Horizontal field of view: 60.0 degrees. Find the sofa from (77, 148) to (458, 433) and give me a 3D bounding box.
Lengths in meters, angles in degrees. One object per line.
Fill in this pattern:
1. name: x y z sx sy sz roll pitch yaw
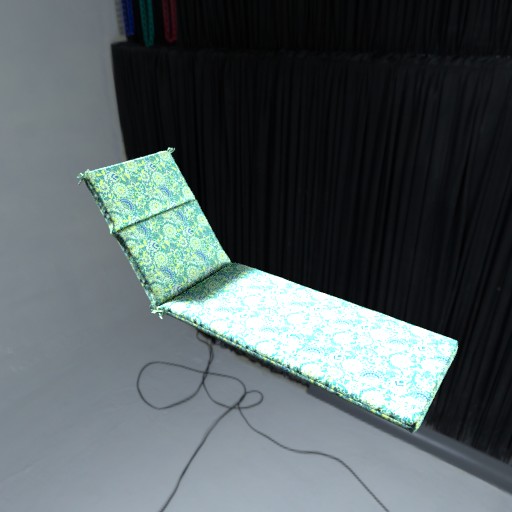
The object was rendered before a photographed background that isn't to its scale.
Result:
1. sofa: 0.000 0.000 1.924 1.663 0.622 0.582 19 33 31
